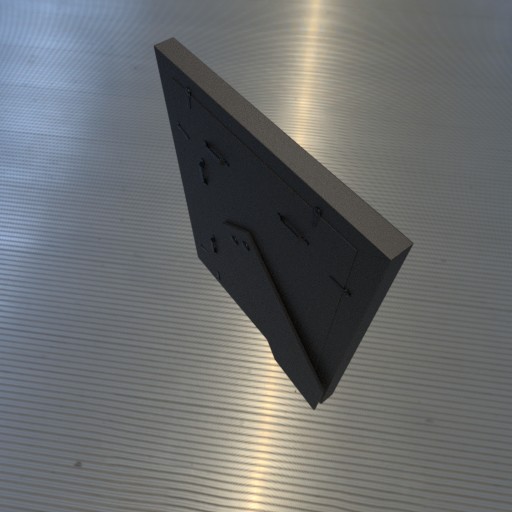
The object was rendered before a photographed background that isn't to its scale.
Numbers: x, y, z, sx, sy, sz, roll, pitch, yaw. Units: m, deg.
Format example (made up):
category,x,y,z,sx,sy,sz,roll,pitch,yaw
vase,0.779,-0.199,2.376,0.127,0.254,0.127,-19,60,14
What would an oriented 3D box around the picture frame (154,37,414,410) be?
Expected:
category,x,y,z,sx,sy,sz,roll,pitch,yaw
picture frame,0.000,0.000,0.523,0.036,0.383,0.307,-33,63,-19
